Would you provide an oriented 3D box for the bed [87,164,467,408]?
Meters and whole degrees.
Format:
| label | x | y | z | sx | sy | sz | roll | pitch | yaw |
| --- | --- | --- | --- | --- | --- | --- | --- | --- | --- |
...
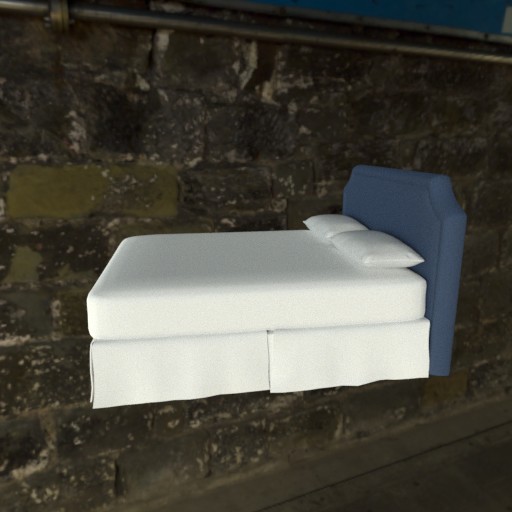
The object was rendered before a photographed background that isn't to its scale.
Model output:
| label | x | y | z | sx | sy | sz | roll | pitch | yaw |
| --- | --- | --- | --- | --- | --- | --- | --- | --- | --- |
| bed | 0.000 | 0.000 | 3.396 | 2.260 | 1.297 | 1.831 | -2 | 14 | -9 |
